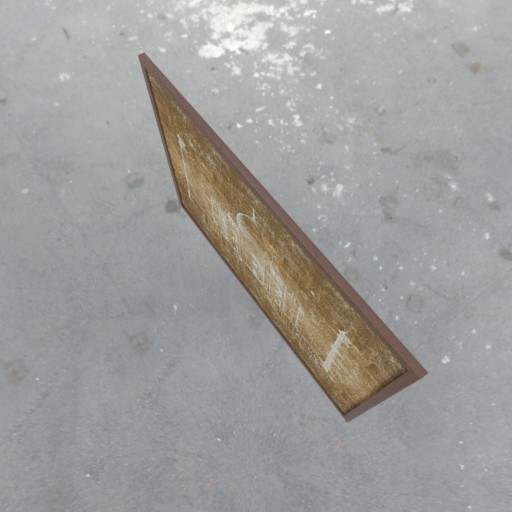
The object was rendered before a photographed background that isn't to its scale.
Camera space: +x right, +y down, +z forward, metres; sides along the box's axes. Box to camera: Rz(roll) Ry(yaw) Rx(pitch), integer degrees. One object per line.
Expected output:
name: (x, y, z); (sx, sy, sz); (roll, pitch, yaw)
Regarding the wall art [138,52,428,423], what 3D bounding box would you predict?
wall art: (0.000, 0.000, 0.831); (0.014, 0.455, 0.660); (-33, 68, -15)
